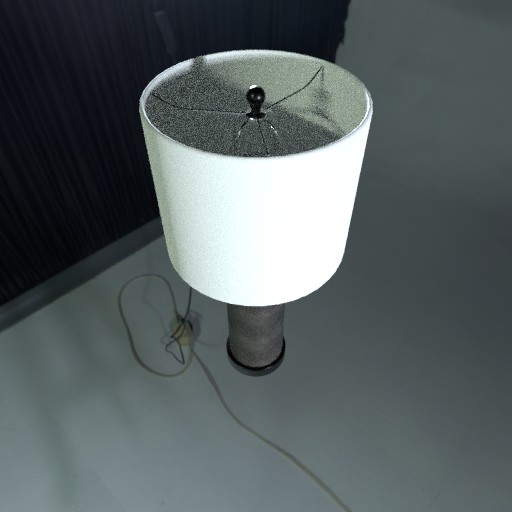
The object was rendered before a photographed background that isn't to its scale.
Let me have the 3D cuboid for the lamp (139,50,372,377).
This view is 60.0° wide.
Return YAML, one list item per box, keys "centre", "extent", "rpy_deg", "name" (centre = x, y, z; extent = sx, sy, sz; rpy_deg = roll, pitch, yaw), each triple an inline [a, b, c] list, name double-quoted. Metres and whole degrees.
- centre: [0.000, 0.000, 0.806]
  extent: [0.305, 0.634, 0.305]
  rpy_deg: [32, 54, 27]
  name: "lamp"
